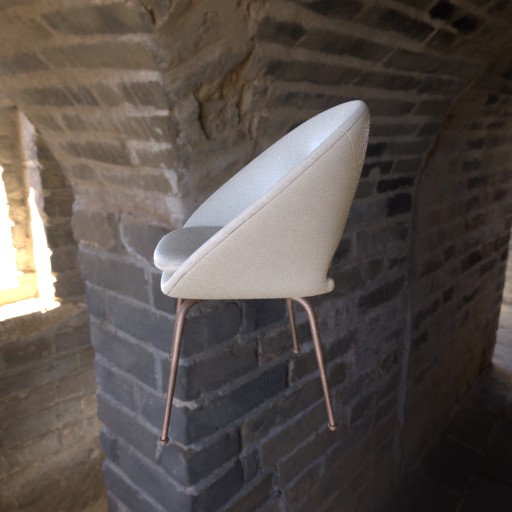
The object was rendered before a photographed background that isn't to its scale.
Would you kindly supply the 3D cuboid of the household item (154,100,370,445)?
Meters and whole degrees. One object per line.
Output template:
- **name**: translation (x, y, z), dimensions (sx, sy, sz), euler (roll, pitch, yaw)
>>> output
- **household item**: translation (0.000, 0.000, 1.282), dimensions (0.573, 0.852, 0.623), euler (-2, 15, -7)
